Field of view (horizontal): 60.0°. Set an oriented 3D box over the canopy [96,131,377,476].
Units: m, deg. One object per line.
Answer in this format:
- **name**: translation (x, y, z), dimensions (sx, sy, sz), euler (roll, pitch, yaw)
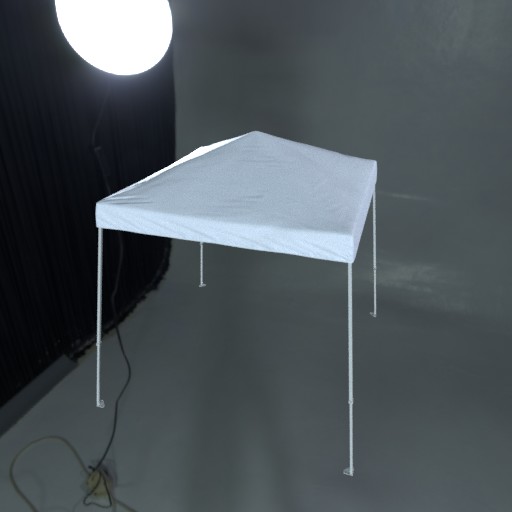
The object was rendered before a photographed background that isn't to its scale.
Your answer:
- **canopy**: translation (0.000, 0.000, 6.510), dimensions (3.600, 3.600, 3.599), euler (8, 28, 16)
